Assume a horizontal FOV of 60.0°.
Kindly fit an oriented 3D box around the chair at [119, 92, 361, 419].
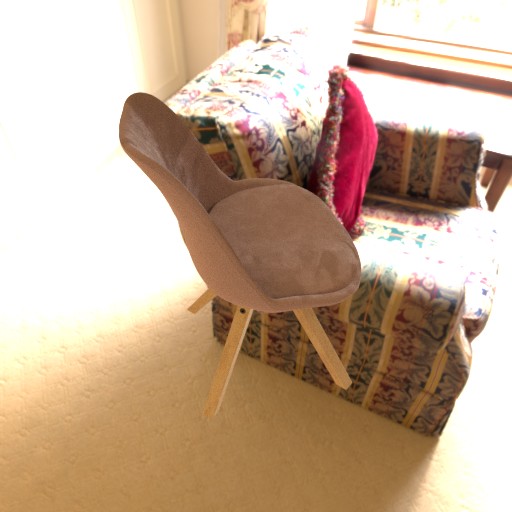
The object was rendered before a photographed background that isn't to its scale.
[{"bbox_3d":[0.000,0.000,1.195,0.550,0.850,0.485,-9,46,-9],"label":"chair"}]
